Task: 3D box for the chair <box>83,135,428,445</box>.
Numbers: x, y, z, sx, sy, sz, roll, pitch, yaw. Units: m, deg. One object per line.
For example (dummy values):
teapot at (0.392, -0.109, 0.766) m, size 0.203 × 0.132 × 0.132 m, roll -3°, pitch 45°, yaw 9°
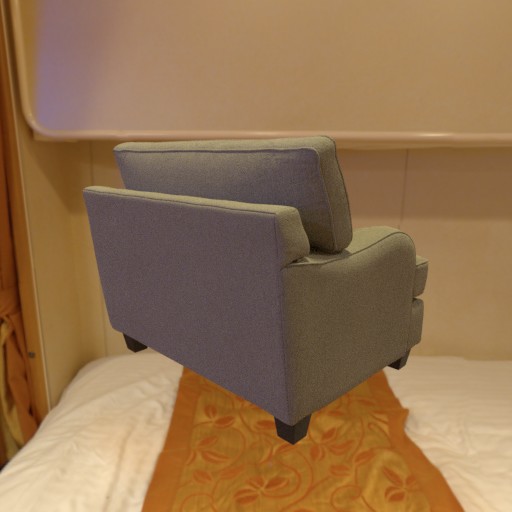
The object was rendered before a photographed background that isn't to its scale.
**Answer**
chair at (0.000, 0.000, 2.014) m, size 1.220 × 1.016 × 1.041 m, roll 13°, pitch 18°, yaw 43°
